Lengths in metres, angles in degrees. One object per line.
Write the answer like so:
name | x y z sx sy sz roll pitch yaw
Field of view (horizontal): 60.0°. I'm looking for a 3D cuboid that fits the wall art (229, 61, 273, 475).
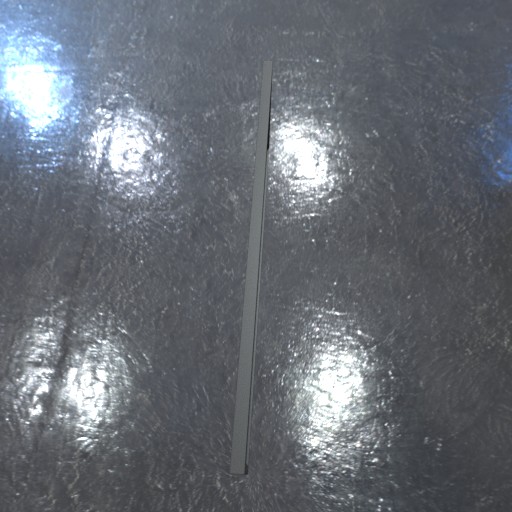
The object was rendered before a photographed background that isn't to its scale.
wall art | 0.000 0.000 1.776 0.041 0.554 1.572 3 64 2
